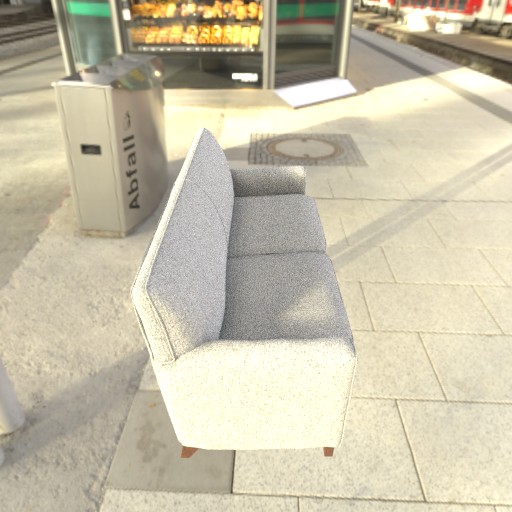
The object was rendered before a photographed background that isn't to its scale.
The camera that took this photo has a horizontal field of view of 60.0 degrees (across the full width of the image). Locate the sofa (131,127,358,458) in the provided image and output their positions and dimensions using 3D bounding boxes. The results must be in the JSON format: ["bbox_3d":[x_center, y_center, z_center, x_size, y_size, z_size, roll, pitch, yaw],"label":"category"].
[{"bbox_3d":[0.000,0.000,2.533,0.854,0.942,2.026,0,31,0],"label":"sofa"}]
